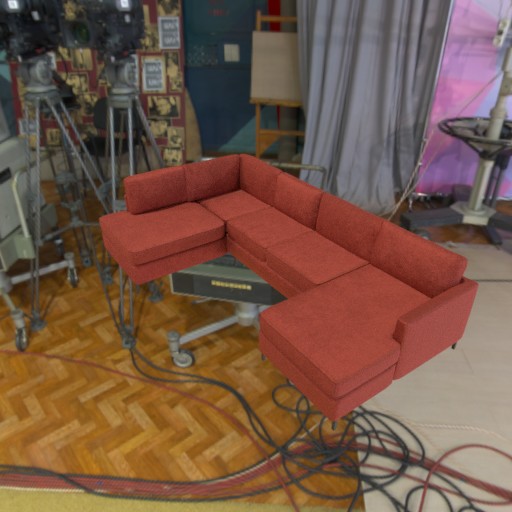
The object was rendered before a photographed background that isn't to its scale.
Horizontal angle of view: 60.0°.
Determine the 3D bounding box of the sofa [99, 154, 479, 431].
[{"bbox_3d":[0.000,0.000,4.398,2.055,0.992,3.434,-20,36,-29],"label":"sofa"}]
